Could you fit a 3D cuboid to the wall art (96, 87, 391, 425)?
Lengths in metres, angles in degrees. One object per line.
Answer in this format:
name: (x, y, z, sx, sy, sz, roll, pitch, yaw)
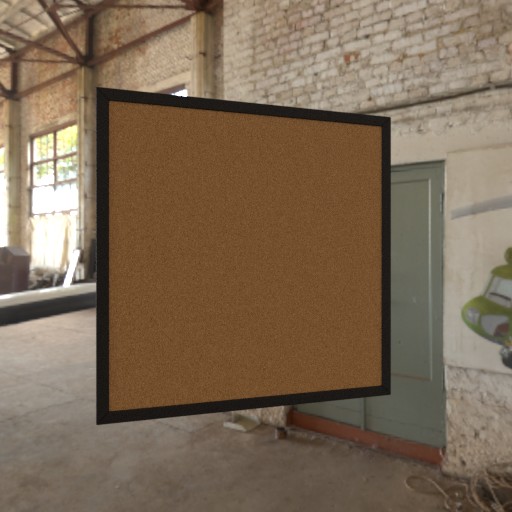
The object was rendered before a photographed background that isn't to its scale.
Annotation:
wall art: (0.000, 0.000, 1.125, 0.763, 0.763, 0.037, 0, 0, -17)
